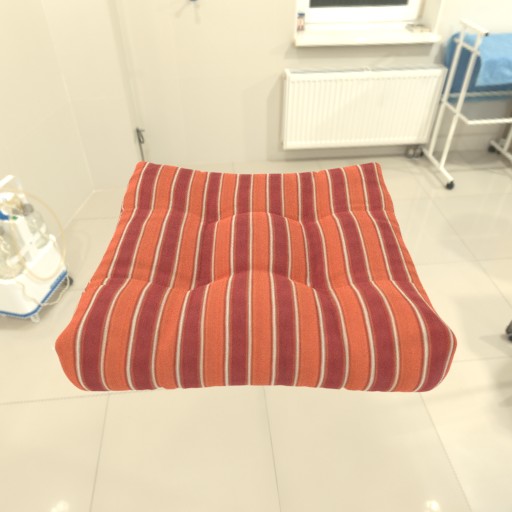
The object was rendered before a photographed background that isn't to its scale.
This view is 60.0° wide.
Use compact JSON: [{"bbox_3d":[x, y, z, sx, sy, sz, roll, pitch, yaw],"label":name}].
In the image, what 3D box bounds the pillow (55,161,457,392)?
[{"bbox_3d":[0.000,0.000,0.715,0.490,0.133,0.468,0,41,1],"label":"pillow"}]
